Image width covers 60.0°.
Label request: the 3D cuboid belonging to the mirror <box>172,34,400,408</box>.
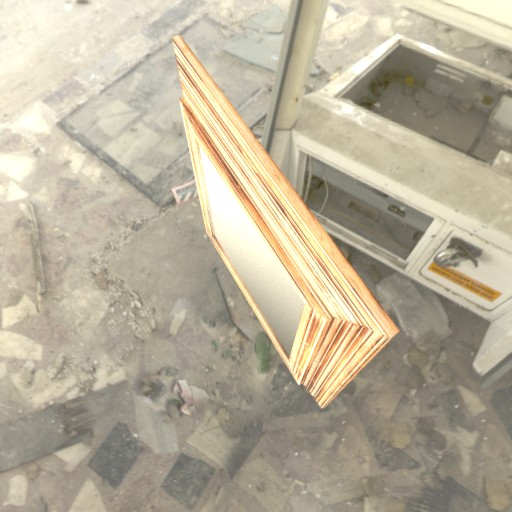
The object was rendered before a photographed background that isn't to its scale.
[{"bbox_3d":[0.000,0.000,1.207,0.061,0.804,0.804,-27,67,-13],"label":"mirror"}]
